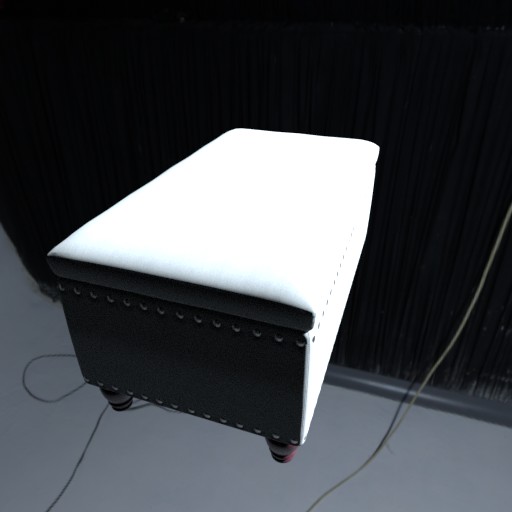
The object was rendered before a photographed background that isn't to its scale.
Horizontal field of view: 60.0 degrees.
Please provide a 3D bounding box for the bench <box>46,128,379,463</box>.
[{"bbox_3d":[0.000,0.000,1.182,0.500,0.449,0.887,10,32,17],"label":"bench"}]
